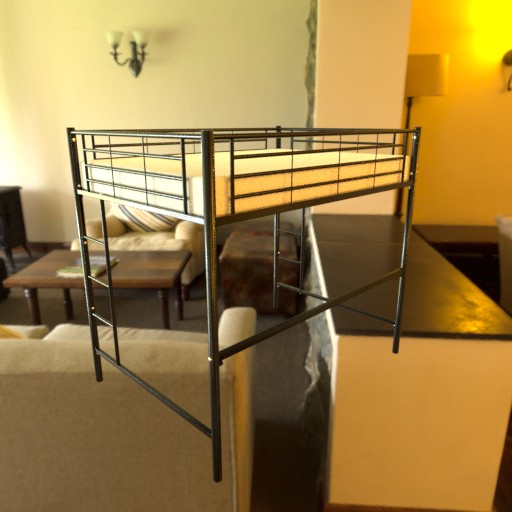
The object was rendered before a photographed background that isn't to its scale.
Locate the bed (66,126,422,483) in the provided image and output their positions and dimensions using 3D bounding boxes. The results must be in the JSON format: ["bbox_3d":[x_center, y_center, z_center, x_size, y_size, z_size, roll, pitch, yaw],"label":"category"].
[{"bbox_3d":[0.000,0.000,3.229,1.397,1.803,1.994,16,23,42],"label":"bed"}]
